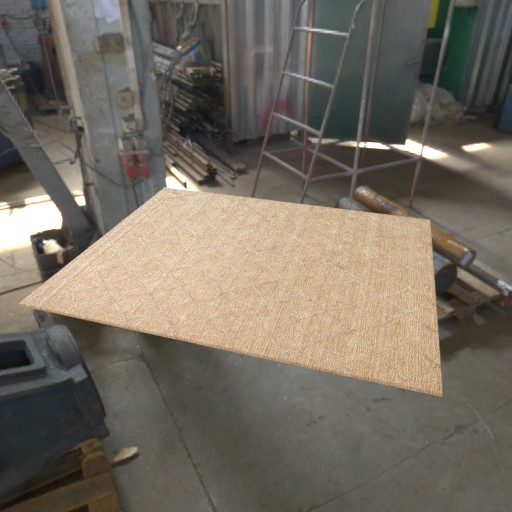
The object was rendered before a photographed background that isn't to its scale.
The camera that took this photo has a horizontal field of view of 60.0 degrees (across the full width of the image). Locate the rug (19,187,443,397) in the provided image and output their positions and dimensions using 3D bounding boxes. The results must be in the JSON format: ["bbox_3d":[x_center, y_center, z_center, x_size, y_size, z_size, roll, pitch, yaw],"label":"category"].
[{"bbox_3d":[0.000,0.000,3.977,3.039,0.019,2.420,9,32,14],"label":"rug"}]
